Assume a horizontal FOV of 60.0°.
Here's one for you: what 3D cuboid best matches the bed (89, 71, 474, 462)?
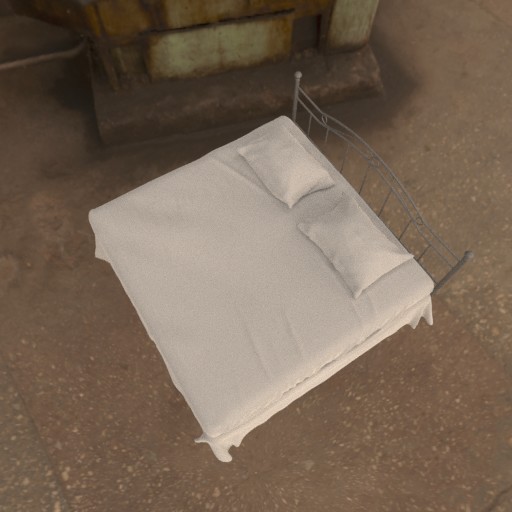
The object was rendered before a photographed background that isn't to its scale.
[{"bbox_3d":[0.000,0.000,3.506,2.220,1.080,2.309,-30,68,-14],"label":"bed"}]
